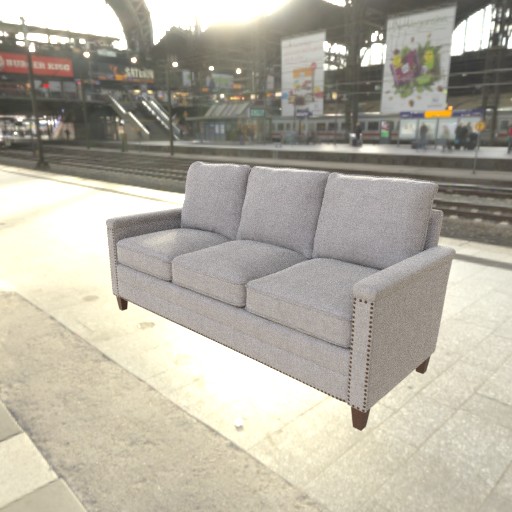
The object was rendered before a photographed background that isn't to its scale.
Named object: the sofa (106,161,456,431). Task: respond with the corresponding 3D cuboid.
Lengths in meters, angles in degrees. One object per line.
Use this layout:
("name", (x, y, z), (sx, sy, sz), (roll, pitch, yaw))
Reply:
("sofa", (0.000, 0.000, 2.521), (1.925, 0.959, 0.828), (14, 21, 41))
